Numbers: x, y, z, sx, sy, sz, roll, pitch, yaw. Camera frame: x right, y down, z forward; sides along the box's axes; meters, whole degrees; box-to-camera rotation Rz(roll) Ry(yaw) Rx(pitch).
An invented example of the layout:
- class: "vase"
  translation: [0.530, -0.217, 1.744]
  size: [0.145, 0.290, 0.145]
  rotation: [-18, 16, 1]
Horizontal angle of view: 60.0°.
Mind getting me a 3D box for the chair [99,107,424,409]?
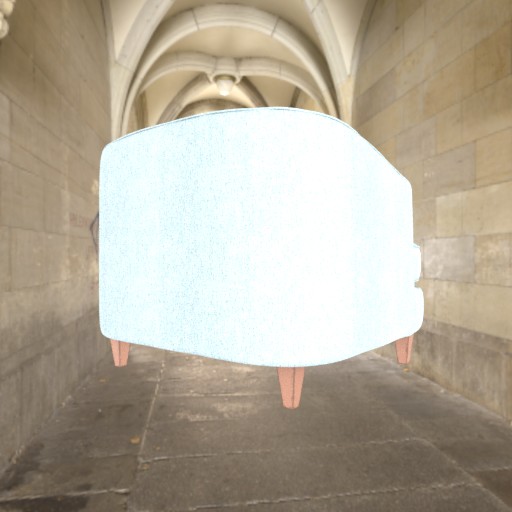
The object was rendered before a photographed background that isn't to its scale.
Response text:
- class: "chair"
  translation: [0.000, 0.000, 1.767]
  size: [1.094, 0.852, 0.945]
  rotation: [0, 0, 37]
